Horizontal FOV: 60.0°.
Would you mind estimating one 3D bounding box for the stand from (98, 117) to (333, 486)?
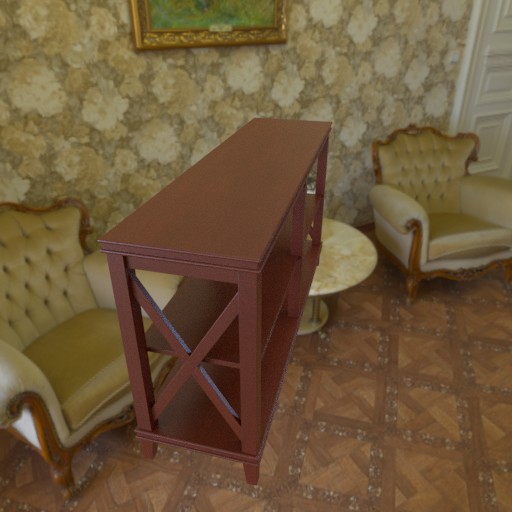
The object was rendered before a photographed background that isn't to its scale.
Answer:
[{"bbox_3d":[0.000,0.000,1.725,0.381,0.762,1.372,7,30,13],"label":"stand"}]
